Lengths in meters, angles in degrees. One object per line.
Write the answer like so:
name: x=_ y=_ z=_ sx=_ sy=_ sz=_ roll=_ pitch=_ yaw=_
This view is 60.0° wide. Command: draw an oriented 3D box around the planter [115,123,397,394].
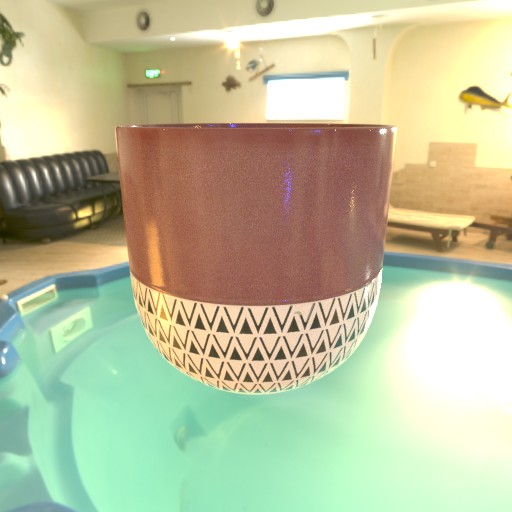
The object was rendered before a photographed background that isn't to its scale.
planter: x=0.000 y=0.000 z=0.475 sx=0.266 sy=0.270 sz=0.266 roll=0 pitch=17 yaw=0
